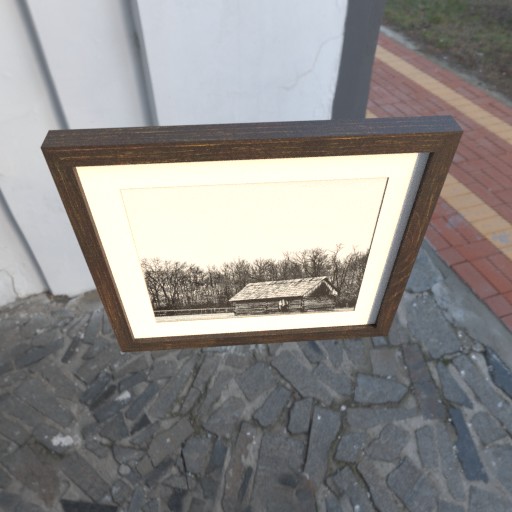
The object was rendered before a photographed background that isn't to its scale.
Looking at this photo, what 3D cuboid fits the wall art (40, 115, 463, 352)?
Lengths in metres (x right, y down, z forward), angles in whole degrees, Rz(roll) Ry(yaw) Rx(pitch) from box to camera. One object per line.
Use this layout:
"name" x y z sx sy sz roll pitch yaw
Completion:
"wall art" 0.000 0.000 0.526 0.381 0.330 0.031 -3 46 -3
